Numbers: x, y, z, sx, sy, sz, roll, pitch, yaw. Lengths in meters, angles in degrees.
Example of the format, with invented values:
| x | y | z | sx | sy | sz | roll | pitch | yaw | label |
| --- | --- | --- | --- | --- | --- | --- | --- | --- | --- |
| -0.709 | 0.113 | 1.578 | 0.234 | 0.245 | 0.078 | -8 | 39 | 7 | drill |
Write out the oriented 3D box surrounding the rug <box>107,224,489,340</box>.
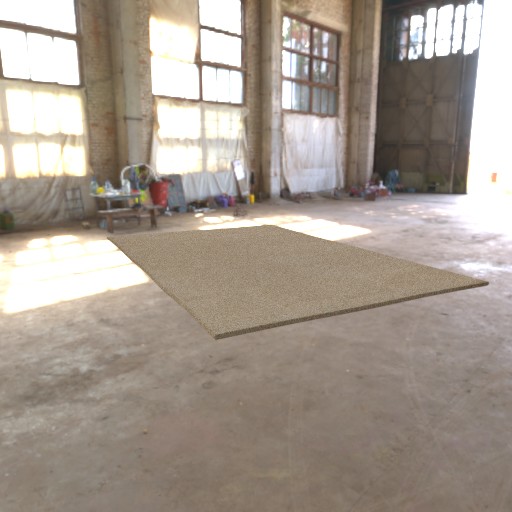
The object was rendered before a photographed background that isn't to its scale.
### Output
| x | y | z | sx | sy | sz | roll | pitch | yaw | label |
| --- | --- | --- | --- | --- | --- | --- | --- | --- | --- |
| 0.000 | 0.000 | 3.466 | 1.800 | 0.025 | 2.699 | -6 | 14 | -27 | rug |
